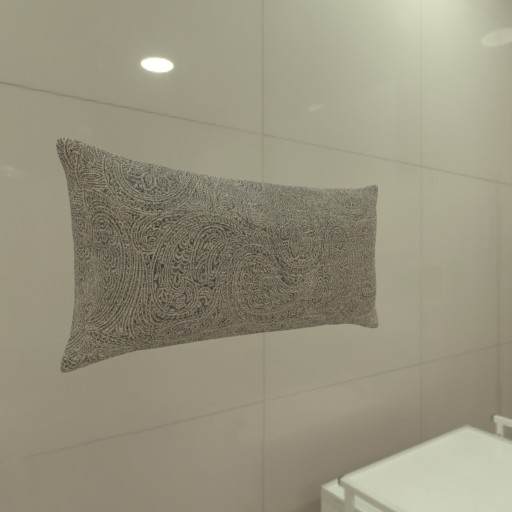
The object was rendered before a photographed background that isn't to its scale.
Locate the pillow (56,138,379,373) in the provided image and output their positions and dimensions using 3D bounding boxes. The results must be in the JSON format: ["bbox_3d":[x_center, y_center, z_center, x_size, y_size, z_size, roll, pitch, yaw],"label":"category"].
[{"bbox_3d":[0.000,0.000,0.733,0.615,0.295,0.151,0,0,-36],"label":"pillow"}]
